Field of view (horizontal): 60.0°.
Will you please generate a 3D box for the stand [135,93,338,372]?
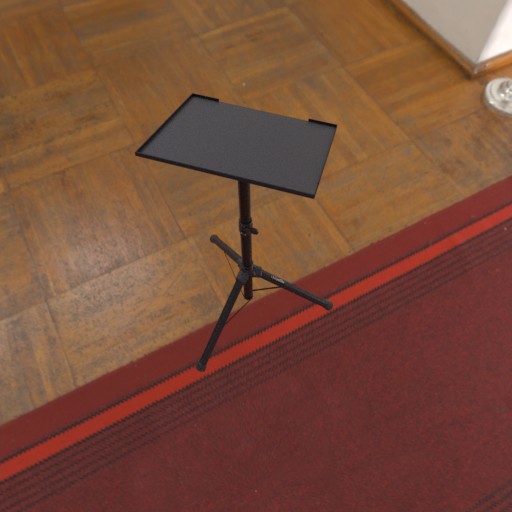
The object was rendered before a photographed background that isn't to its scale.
[{"bbox_3d":[0.000,0.000,1.638,0.702,1.198,0.702,15,63,8],"label":"stand"}]
